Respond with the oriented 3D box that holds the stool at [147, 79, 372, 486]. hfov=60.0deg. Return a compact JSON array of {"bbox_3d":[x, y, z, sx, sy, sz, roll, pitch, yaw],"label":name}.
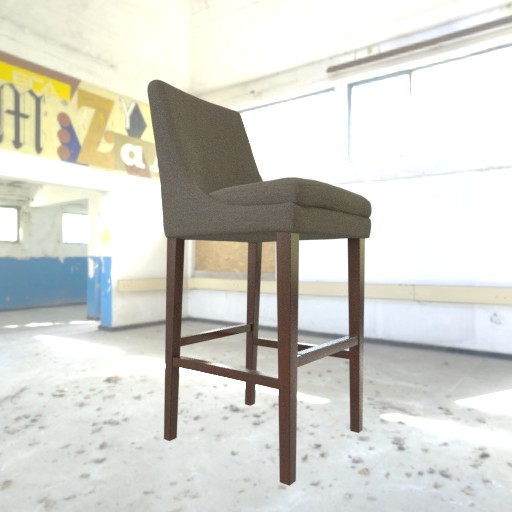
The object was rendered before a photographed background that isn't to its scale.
[{"bbox_3d":[0.000,0.000,1.358,0.577,1.078,0.470,0,0,37],"label":"stool"}]
